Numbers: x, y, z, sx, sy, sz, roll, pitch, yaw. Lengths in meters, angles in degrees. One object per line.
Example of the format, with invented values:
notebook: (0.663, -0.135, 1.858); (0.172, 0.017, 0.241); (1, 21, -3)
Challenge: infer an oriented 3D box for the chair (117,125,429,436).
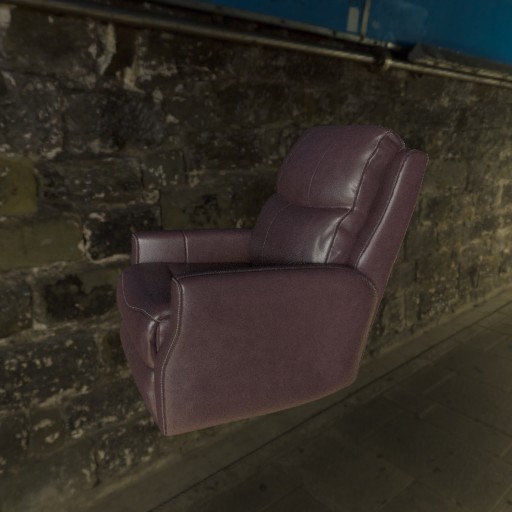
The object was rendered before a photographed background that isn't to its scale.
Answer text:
chair: (0.000, 0.000, 1.813); (1.080, 1.030, 0.829); (-7, 17, -24)
